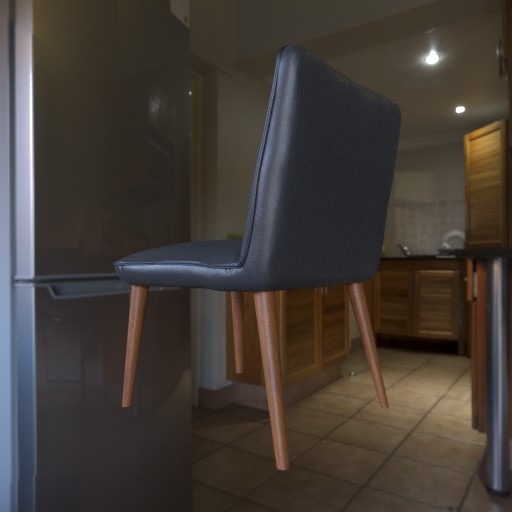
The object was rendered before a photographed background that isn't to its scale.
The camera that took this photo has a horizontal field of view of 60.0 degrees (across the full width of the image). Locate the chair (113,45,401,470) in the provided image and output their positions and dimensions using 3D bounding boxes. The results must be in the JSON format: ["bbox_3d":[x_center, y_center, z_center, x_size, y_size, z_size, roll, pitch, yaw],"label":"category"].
[{"bbox_3d":[0.000,0.000,1.176,0.645,0.801,0.543,0,0,37],"label":"chair"}]
